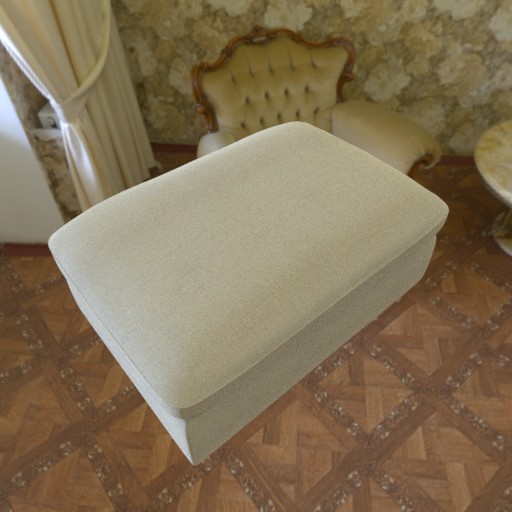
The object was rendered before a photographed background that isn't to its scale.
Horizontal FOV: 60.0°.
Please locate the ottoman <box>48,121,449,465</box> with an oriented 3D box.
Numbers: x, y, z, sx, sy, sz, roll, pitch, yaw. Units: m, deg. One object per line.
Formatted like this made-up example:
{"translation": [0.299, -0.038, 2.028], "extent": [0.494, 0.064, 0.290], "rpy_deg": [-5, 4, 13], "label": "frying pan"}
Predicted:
{"translation": [0.000, 0.000, 1.351], "extent": [0.984, 0.453, 0.686], "rpy_deg": [-32, 54, -27], "label": "ottoman"}
